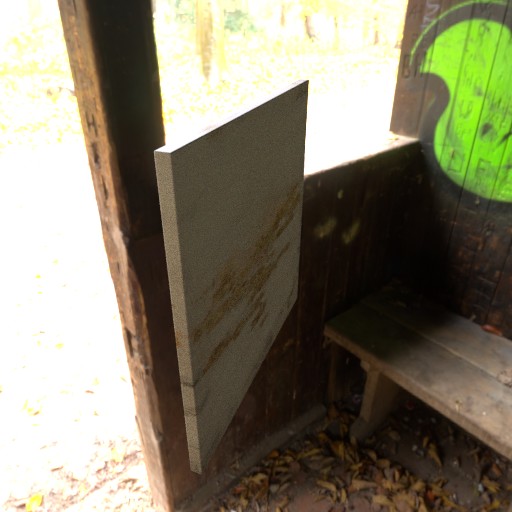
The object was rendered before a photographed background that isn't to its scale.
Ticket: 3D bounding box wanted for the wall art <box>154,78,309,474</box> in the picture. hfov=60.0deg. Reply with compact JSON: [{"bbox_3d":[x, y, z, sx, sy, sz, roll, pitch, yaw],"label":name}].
[{"bbox_3d":[0.000,0.000,1.539,0.040,1.018,1.015,11,32,18],"label":"wall art"}]
